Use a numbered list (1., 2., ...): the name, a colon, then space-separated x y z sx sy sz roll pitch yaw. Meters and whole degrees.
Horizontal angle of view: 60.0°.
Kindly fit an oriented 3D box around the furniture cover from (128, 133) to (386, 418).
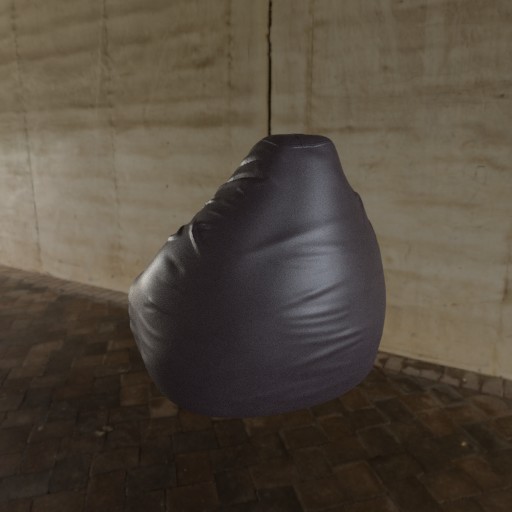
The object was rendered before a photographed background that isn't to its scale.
1. furniture cover: 0.000 0.000 1.896 1.070 0.990 1.070 -7 15 -26
